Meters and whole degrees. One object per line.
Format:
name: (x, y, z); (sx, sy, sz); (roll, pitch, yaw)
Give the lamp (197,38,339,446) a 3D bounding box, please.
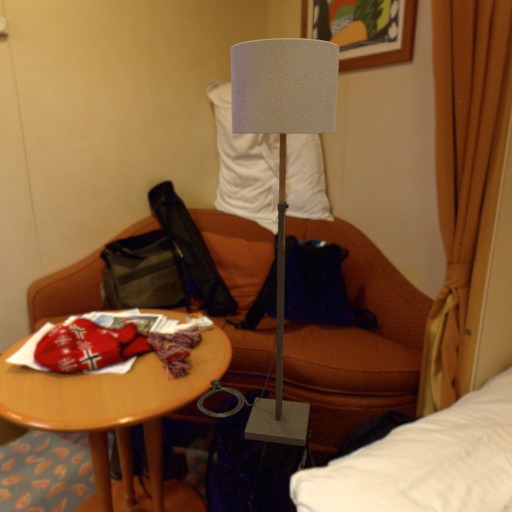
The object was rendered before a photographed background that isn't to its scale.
lamp: (0.000, 0.000, 1.946); (0.639, 1.650, 0.474); (3, 16, 10)
